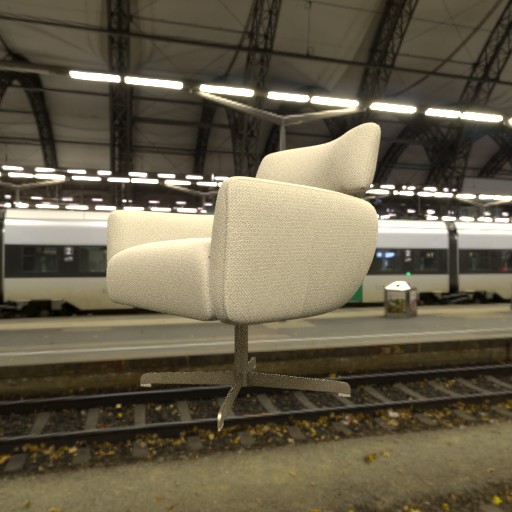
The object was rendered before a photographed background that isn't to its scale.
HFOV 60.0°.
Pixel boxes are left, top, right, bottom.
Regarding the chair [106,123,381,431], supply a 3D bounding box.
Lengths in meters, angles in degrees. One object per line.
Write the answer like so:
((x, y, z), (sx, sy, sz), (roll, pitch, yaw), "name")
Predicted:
((0.000, 0.000, 1.365), (0.730, 0.810, 0.760), (1, -1, -36), "chair")
